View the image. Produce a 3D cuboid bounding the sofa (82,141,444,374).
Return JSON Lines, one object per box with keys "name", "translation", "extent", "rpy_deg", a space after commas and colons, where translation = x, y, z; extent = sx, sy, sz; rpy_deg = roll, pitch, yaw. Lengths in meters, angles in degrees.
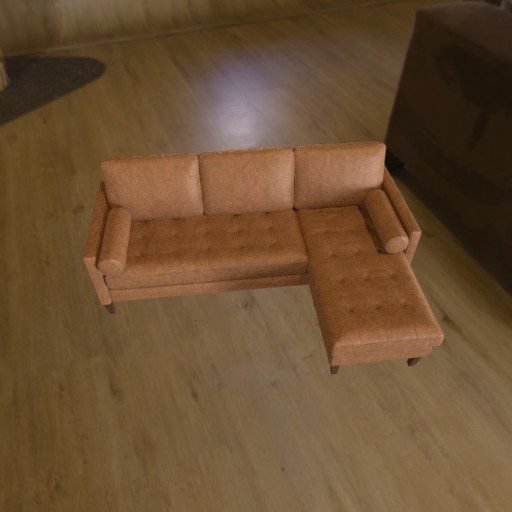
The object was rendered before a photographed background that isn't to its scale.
{"name": "sofa", "translation": [0.000, 0.000, 2.967], "extent": [2.178, 0.876, 1.506], "rpy_deg": [-5, 46, -5]}
